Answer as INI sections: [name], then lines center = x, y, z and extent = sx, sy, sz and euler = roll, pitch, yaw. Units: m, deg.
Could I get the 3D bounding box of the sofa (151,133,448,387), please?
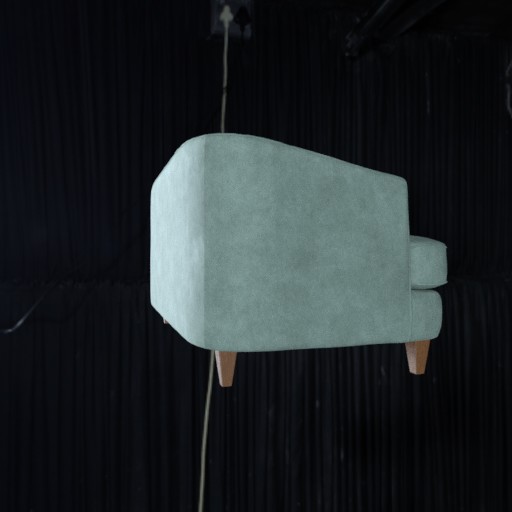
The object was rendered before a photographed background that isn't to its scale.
[sofa]
center = 0.000, 0.000, 2.259
extent = 0.941, 0.855, 1.733
euler = 0, 0, -19
